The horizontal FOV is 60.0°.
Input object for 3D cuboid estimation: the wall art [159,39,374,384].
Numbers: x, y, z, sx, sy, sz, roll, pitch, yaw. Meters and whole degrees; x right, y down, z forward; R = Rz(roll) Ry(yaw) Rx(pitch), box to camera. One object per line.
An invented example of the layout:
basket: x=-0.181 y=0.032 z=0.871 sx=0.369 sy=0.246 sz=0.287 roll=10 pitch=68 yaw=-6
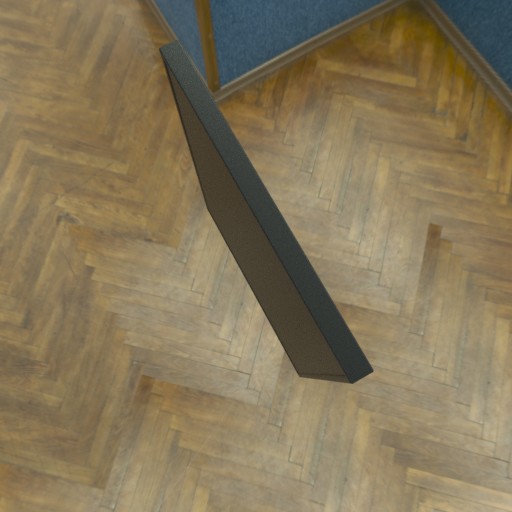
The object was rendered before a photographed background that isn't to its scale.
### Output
wall art: x=0.000 y=0.000 z=0.761 sx=0.028 sy=0.551 sz=0.451 roll=-28 pitch=77 yaw=-7
